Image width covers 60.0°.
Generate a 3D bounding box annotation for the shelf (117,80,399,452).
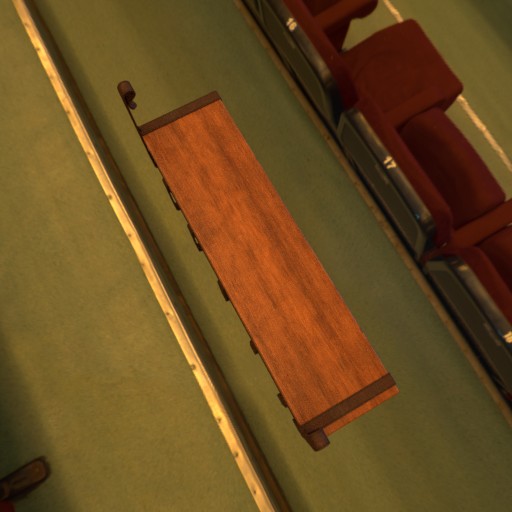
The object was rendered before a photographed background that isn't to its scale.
[{"bbox_3d":[0.000,0.000,0.711,0.146,0.330,0.567,-28,76,-7],"label":"shelf"}]
